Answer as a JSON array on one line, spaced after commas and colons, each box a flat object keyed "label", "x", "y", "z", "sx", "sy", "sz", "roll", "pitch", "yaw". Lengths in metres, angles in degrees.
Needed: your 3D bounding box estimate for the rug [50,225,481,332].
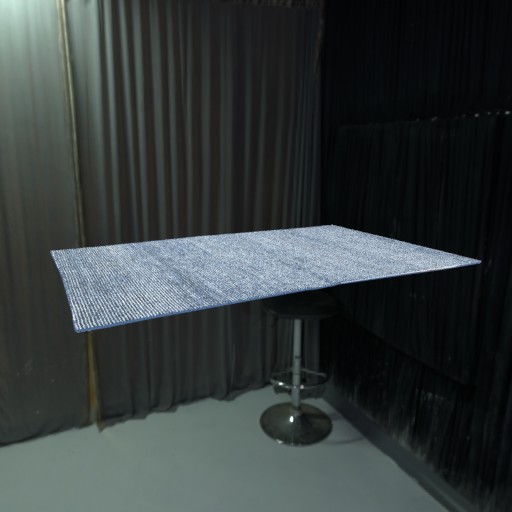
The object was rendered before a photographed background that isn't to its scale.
[{"label": "rug", "x": 0.000, "y": 0.000, "z": 2.180, "sx": 1.793, "sy": 0.025, "sz": 1.159, "roll": -7, "pitch": 15, "yaw": -26}]
